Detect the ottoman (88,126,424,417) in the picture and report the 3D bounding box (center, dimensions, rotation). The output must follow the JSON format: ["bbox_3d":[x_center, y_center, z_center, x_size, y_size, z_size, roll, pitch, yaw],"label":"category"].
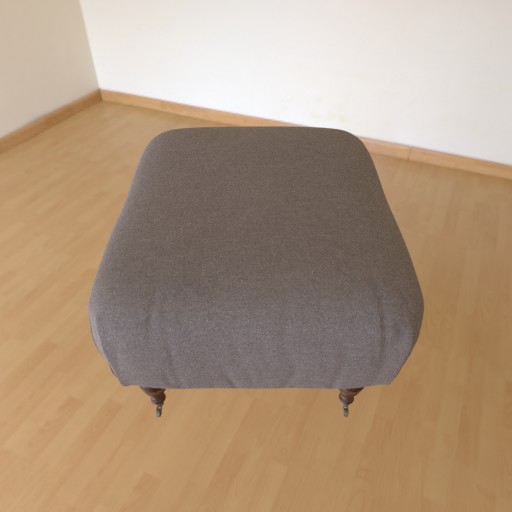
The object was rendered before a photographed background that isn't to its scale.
[{"bbox_3d":[0.000,0.000,1.117,0.622,0.450,0.747,0,41,0],"label":"ottoman"}]
